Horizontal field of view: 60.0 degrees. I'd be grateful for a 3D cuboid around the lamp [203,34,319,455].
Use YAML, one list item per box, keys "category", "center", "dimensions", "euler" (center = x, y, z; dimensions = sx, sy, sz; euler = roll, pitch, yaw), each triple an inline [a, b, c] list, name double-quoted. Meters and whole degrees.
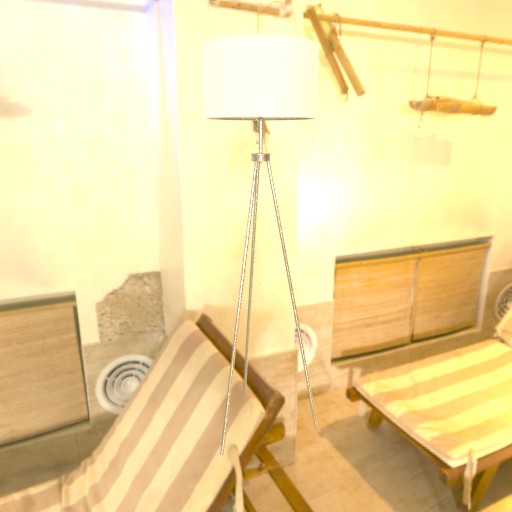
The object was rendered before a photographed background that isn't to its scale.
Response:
- category: "lamp"
  center: [0.000, 0.000, 1.790]
  dimensions: [0.448, 1.545, 0.458]
  euler: [-7, 17, -25]
